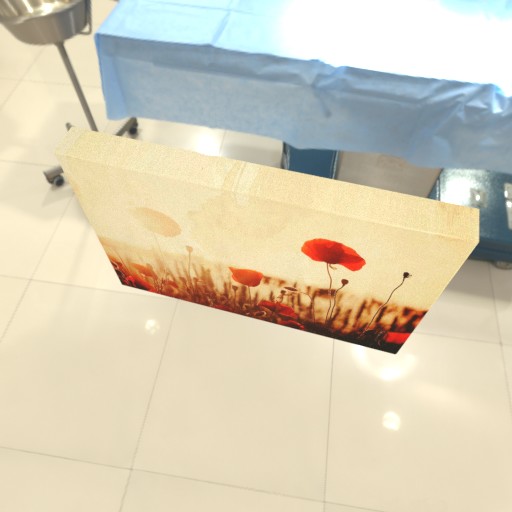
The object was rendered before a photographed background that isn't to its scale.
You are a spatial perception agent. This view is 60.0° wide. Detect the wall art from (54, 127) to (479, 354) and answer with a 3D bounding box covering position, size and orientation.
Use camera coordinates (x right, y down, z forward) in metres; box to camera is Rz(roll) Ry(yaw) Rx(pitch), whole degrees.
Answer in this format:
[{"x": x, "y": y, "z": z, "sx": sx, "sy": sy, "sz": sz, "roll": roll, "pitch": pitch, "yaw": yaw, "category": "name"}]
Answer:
[{"x": 0.000, "y": 0.000, "z": 0.499, "sx": 0.383, "sy": 0.251, "sz": 0.037, "roll": 13, "pitch": 58, "yaw": 8, "category": "wall art"}]
